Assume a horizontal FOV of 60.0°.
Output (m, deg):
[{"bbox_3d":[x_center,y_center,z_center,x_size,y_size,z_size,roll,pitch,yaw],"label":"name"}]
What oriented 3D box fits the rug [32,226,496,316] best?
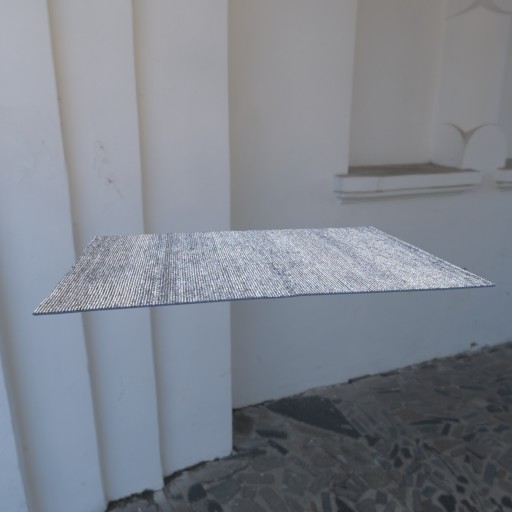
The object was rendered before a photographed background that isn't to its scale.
[{"bbox_3d":[0.000,0.000,2.954,2.349,0.030,1.624,-2,15,-9],"label":"rug"}]
